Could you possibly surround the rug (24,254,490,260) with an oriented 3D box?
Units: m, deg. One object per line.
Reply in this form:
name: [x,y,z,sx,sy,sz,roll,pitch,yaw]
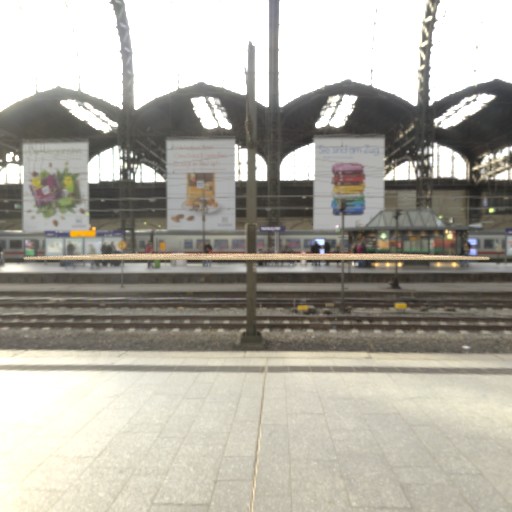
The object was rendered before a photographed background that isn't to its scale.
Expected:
rug: [0.000,0.000,2.919,2.290,0.014,1.526,0,1,0]
